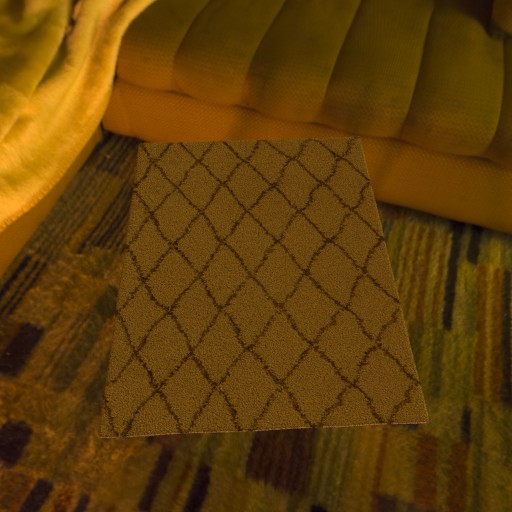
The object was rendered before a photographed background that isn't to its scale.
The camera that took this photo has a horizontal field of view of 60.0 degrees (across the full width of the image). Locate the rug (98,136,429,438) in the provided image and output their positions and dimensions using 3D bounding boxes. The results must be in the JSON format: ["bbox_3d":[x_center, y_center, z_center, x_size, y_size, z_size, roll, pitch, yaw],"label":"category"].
[{"bbox_3d":[0.000,0.000,4.073,2.438,0.029,3.047,-2,57,-1],"label":"rug"}]
